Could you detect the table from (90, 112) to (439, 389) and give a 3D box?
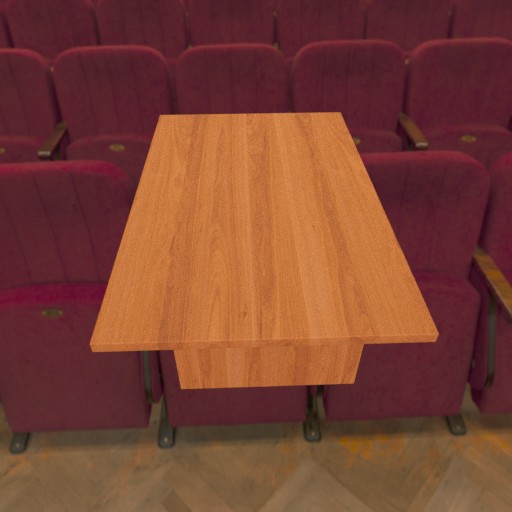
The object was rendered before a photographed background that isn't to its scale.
[{"bbox_3d":[0.000,0.000,1.468,0.700,0.510,1.100,-1,41,-2],"label":"table"}]
